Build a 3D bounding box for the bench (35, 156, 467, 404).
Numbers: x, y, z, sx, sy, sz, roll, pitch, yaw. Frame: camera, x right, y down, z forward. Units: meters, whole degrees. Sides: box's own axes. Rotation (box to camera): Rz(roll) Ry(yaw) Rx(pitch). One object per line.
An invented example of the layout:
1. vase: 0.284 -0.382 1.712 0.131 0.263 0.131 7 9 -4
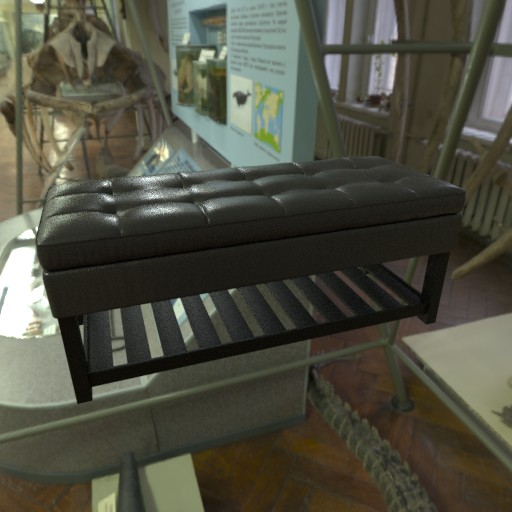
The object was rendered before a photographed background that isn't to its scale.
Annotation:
1. bench: 0.000 0.000 1.327 1.105 0.460 0.432 -9 27 -17
